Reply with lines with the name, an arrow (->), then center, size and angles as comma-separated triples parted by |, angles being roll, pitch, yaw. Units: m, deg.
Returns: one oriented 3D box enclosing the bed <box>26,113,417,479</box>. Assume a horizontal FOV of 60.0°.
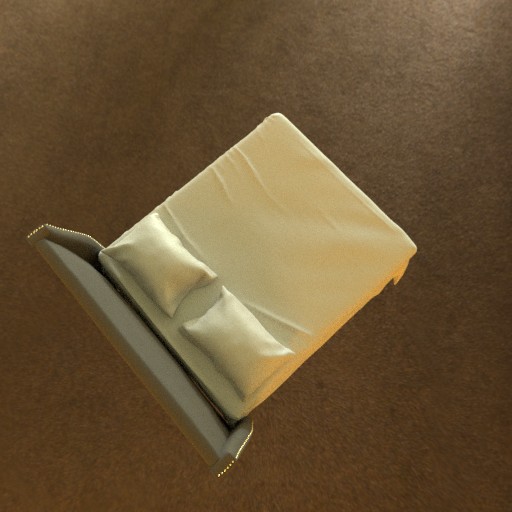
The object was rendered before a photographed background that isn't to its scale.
bed -> 0.000, 0.000, 3.450 | 2.276, 1.332, 1.925 | -41, 79, -10
